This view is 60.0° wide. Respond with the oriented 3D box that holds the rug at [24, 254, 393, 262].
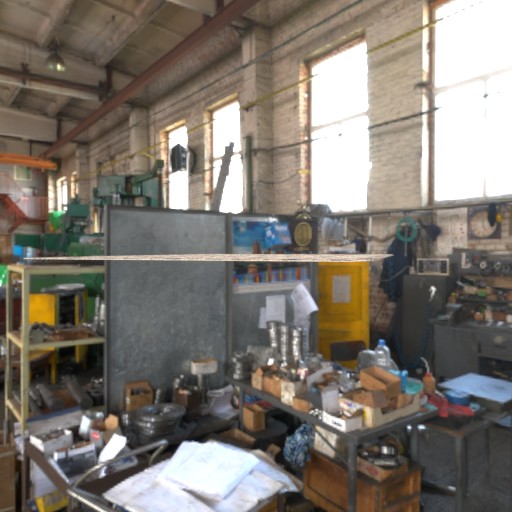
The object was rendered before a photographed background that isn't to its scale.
[{"bbox_3d":[0.000,0.000,4.287,2.437,0.015,3.205,0,1,19],"label":"rug"}]
